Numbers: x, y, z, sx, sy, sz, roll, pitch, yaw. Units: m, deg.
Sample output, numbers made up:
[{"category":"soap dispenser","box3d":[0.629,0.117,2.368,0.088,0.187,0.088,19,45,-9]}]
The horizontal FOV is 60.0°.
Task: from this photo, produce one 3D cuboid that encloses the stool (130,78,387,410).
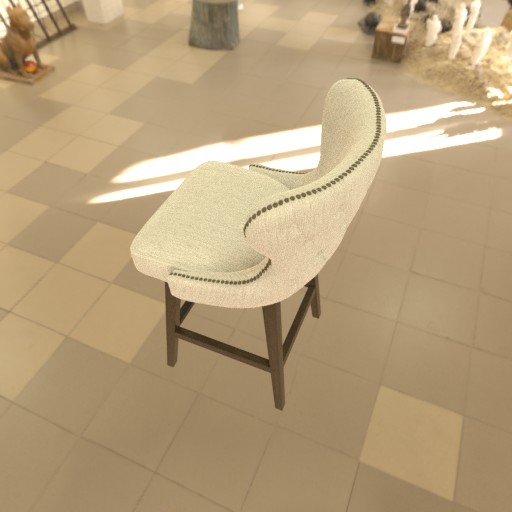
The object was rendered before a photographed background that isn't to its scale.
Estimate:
[{"category":"stool","box3d":[0.000,0.000,1.373,0.597,0.972,0.615,17,49,15]}]
